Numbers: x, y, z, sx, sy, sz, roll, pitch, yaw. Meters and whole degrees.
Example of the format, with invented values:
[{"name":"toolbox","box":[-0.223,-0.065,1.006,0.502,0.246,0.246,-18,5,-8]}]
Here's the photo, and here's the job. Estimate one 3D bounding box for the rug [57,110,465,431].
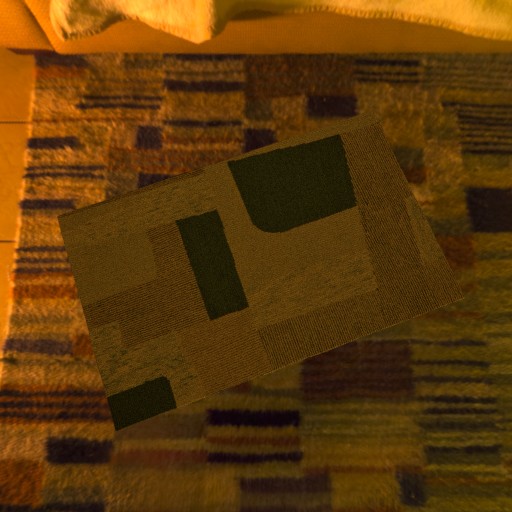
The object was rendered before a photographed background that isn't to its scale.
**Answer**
[{"name":"rug","box":[0.000,0.000,3.051,2.436,0.015,1.521,-20,77,-5]}]
